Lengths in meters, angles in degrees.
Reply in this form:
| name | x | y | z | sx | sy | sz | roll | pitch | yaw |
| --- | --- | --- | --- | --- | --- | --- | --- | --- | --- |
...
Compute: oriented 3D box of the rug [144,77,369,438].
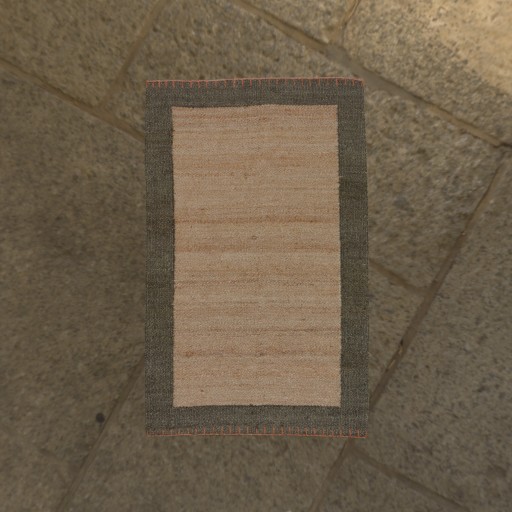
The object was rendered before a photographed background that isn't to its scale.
| name | x | y | z | sx | sy | sz | roll | pitch | yaw |
| --- | --- | --- | --- | --- | --- | --- | --- | --- | --- |
| rug | 0.000 | 0.000 | 2.997 | 1.521 | 0.006 | 2.435 | 0 | 89 | 1 |
